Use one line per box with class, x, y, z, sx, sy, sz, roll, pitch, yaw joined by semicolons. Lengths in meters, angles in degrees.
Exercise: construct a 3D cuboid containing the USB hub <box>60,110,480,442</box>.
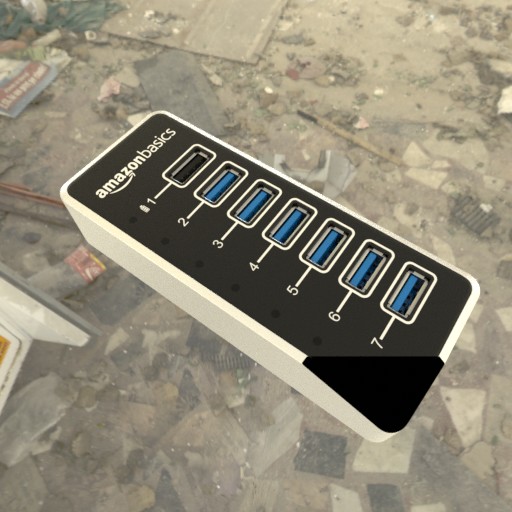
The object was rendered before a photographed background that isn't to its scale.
USB hub;0.000;0.000;0.127;0.110;0.023;0.044;32;64;17
